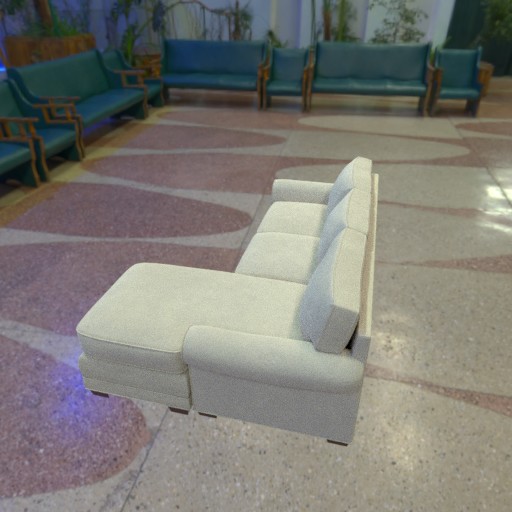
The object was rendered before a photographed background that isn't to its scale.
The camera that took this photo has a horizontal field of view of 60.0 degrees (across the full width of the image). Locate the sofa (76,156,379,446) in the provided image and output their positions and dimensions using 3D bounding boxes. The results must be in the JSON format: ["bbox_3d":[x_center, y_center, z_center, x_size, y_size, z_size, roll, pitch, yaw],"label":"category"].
[{"bbox_3d":[0.000,0.000,2.438,1.226,0.734,1.770,8,32,12],"label":"sofa"}]
